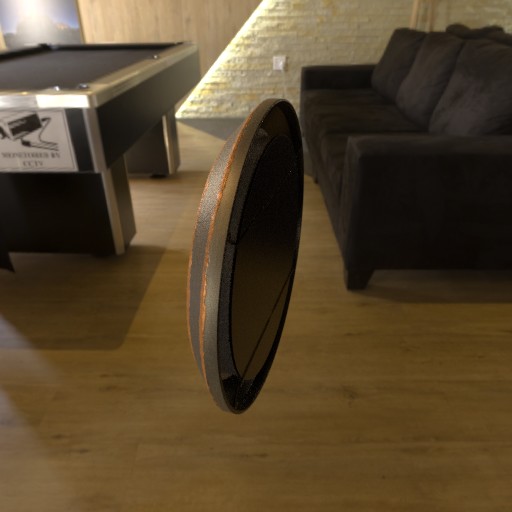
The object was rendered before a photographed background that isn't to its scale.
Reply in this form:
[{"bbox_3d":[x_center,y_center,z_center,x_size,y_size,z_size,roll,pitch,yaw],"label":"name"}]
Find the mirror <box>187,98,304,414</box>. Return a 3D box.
[{"bbox_3d":[0.000,0.000,1.347,0.111,0.907,0.907,9,31,15],"label":"mirror"}]
